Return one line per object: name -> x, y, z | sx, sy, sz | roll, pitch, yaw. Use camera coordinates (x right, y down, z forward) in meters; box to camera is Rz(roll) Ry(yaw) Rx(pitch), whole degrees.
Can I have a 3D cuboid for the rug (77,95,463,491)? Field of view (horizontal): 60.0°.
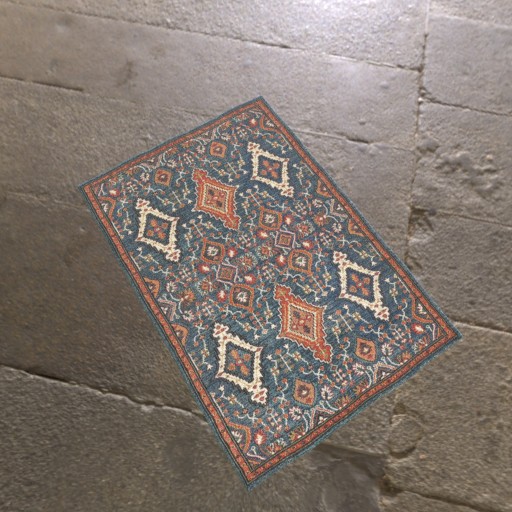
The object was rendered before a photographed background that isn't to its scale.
rug -> 0.000, 0.000, 3.014 | 1.622, 0.009, 2.373 | -30, 70, -12
